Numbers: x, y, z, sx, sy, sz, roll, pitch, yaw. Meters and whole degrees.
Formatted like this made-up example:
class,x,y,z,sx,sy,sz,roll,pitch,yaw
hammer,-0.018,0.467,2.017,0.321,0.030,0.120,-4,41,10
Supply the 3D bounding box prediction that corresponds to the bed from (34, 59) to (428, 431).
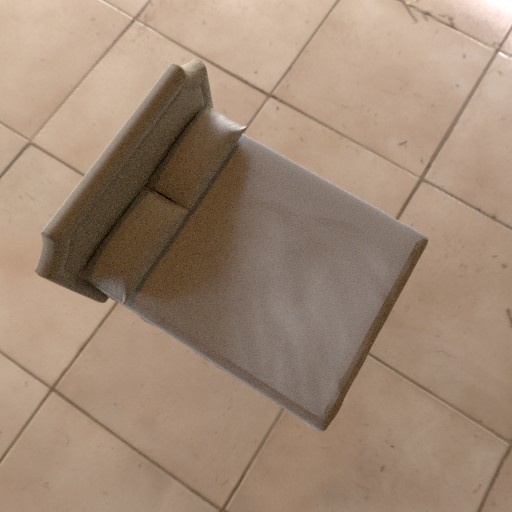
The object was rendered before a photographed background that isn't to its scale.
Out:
class,x,y,z,sx,sy,sz,roll,pitch,yaw
bed,0.000,0.000,3.220,2.164,1.297,1.828,31,78,7
